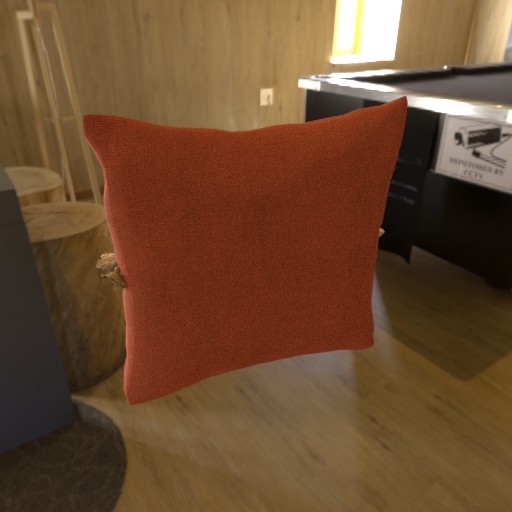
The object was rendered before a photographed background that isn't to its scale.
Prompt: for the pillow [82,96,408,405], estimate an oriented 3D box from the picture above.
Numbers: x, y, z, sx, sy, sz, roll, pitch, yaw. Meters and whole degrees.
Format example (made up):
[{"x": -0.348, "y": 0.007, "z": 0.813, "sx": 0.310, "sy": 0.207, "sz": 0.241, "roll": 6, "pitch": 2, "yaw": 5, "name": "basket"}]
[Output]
[{"x": 0.000, "y": 0.000, "z": 0.726, "sx": 0.490, "sy": 0.482, "sz": 0.165, "roll": -9, "pitch": 30, "yaw": -16, "name": "pillow"}]
